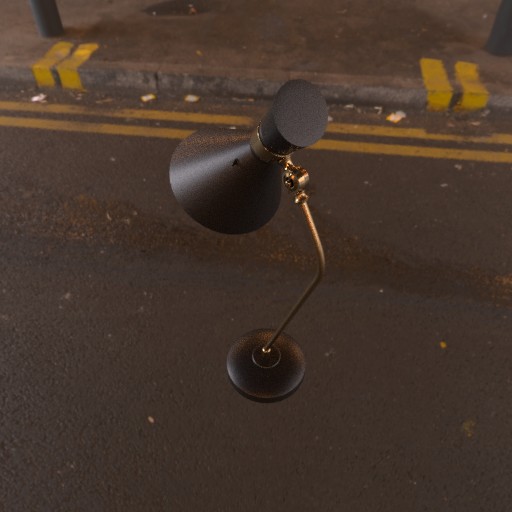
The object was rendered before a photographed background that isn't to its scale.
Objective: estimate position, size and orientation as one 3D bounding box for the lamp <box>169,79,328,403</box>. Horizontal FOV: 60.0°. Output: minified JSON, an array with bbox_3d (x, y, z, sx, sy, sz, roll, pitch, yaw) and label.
[{"bbox_3d":[0.000,0.000,0.769,0.189,0.647,0.292,-33,53,-28],"label":"lamp"}]
